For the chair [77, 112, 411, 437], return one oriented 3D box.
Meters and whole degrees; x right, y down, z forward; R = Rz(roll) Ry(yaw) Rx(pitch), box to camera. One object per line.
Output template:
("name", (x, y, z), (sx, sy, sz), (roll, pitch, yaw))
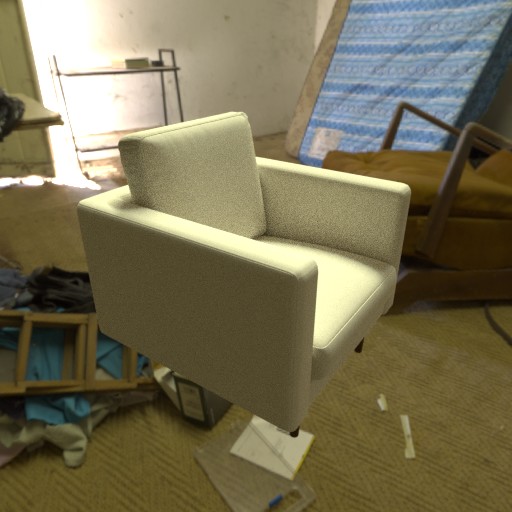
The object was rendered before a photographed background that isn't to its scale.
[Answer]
("chair", (0.000, 0.000, 1.608), (0.879, 0.899, 0.831), (18, 32, 31))
